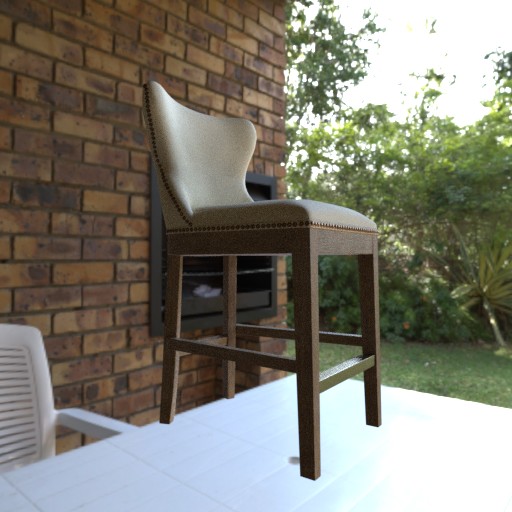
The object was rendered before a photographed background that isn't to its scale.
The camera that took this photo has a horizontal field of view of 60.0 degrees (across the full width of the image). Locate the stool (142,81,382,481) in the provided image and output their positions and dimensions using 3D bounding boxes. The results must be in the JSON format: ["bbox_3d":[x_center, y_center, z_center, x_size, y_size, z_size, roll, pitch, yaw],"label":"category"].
[{"bbox_3d":[0.000,0.000,1.299,0.608,0.981,0.498,0,0,36],"label":"stool"}]
